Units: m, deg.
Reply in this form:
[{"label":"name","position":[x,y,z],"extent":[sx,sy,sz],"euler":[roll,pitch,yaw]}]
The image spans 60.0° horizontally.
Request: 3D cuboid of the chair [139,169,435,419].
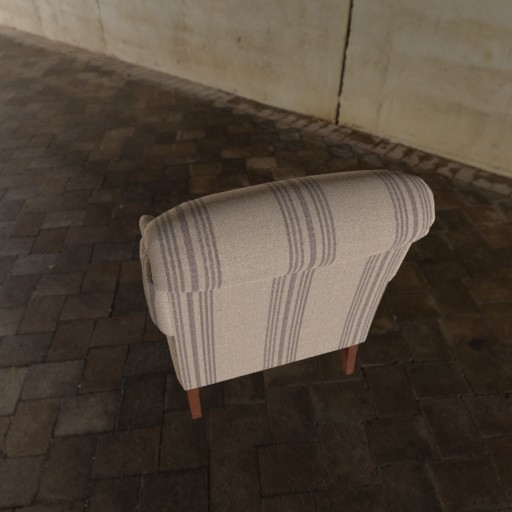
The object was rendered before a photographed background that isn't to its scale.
[{"label":"chair","position":[0.000,0.000,1.621],"extent":[0.813,0.940,0.914],"euler":[-12,41,-14]}]
